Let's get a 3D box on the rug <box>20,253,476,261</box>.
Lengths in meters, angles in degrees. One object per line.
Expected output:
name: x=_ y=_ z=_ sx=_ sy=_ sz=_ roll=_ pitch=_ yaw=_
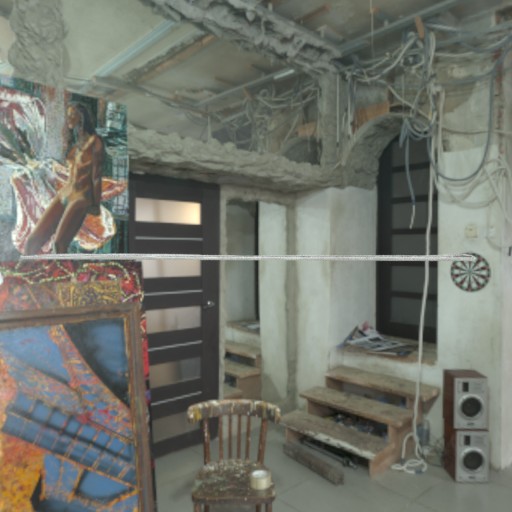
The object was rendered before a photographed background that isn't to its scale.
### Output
rug: x=0.000 y=0.000 z=2.958 sx=2.447 sy=0.036 sz=1.537 roll=0 pitch=0 yaw=18
